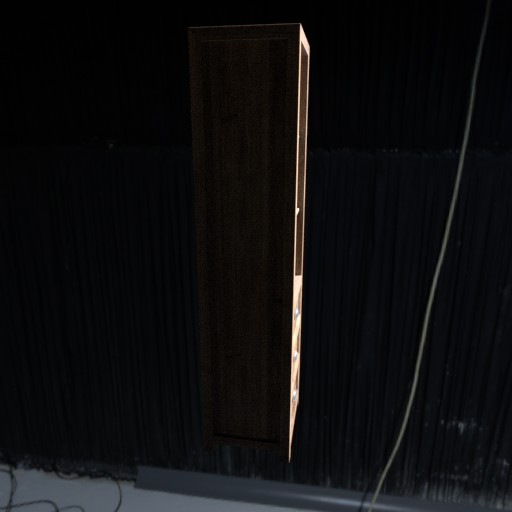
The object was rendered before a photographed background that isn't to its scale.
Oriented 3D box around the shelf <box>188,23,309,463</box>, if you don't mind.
[{"bbox_3d":[0.000,0.000,2.122,0.428,1.900,0.500,3,17,10],"label":"shelf"}]
